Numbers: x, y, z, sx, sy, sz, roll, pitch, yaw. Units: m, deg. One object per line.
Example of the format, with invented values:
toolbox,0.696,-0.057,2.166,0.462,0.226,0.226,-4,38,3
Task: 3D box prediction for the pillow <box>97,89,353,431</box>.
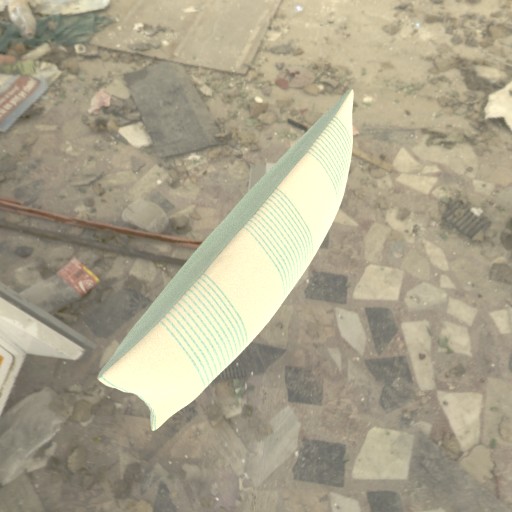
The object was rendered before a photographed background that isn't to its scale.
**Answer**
pillow,0.000,0.000,0.744,0.151,0.287,0.610,30,63,17
